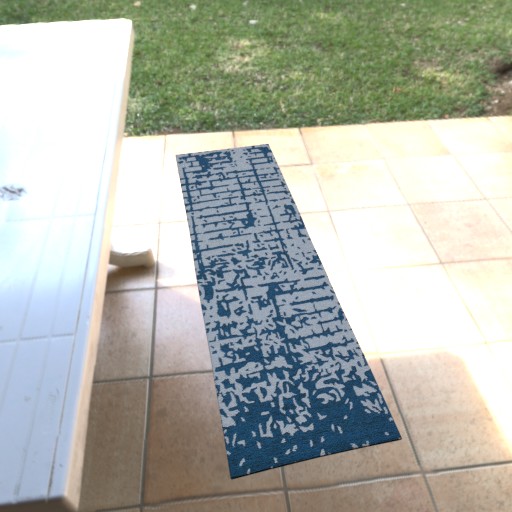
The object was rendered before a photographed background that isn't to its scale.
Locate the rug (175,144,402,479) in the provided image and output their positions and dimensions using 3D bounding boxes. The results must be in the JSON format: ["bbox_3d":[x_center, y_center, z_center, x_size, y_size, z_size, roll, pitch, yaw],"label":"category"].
[{"bbox_3d":[0.000,0.000,2.683,0.750,0.011,2.435,-9,46,-9],"label":"rug"}]
